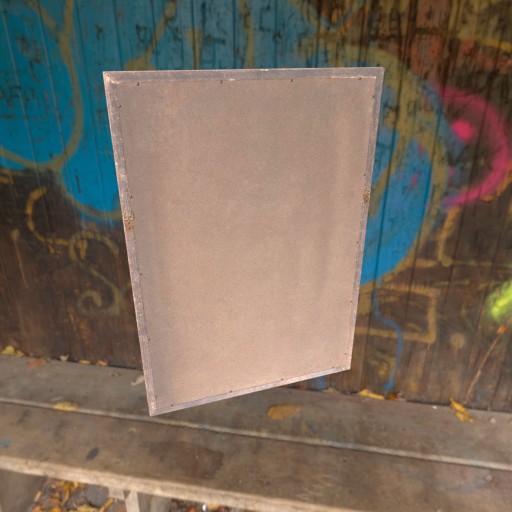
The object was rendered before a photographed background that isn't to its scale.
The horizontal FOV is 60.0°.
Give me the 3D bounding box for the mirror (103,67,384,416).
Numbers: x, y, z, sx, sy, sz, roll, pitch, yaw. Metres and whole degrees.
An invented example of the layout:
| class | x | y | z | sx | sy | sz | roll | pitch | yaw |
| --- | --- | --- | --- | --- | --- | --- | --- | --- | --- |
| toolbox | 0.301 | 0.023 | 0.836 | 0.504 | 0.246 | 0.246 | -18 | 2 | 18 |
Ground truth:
| class | x | y | z | sx | sy | sz | roll | pitch | yaw |
| --- | --- | --- | --- | --- | --- | --- | --- | --- | --- |
| mirror | 0.000 | 0.000 | 1.282 | 0.705 | 0.996 | 0.025 | -8 | 27 | -17 |
